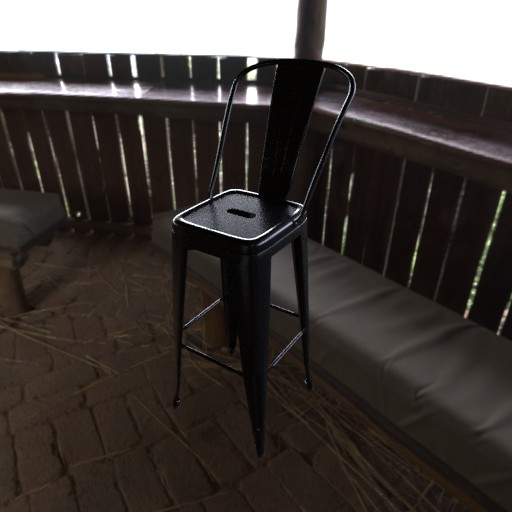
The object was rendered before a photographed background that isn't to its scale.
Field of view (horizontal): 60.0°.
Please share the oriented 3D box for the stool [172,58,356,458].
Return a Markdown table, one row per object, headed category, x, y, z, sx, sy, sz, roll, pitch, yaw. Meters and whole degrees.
| category | x | y | z | sx | sy | sz | roll | pitch | yaw |
| --- | --- | --- | --- | --- | --- | --- | --- | --- | --- |
| stool | 0.000 | 0.000 | 1.387 | 0.399 | 1.096 | 0.513 | 18 | 33 | 29 |
